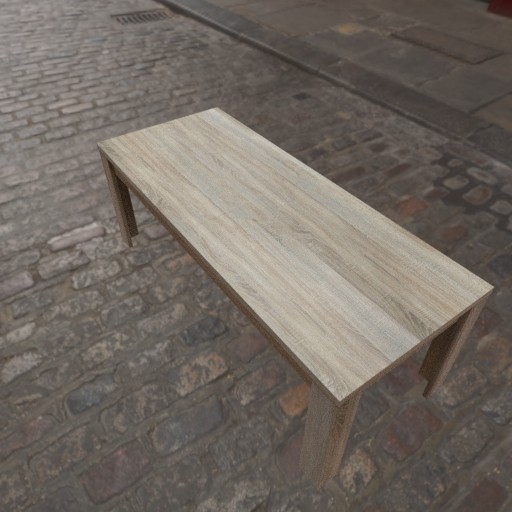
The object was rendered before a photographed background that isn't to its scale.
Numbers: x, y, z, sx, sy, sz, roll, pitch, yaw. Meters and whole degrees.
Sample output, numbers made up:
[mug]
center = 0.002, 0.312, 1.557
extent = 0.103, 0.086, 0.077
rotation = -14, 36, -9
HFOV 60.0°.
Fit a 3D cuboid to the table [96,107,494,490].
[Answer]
[table]
center = 0.000, 0.000, 2.606
extent = 0.900, 0.790, 2.200
rotation = -26, 48, -26
